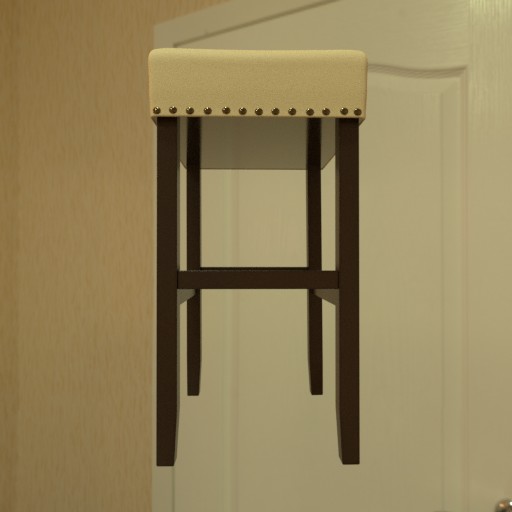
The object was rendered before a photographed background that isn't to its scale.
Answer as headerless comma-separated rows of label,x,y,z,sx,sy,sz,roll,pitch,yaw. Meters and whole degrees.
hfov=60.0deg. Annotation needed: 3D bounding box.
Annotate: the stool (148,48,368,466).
stool,0.000,0.000,1.023,0.401,0.762,0.471,0,0,-1
